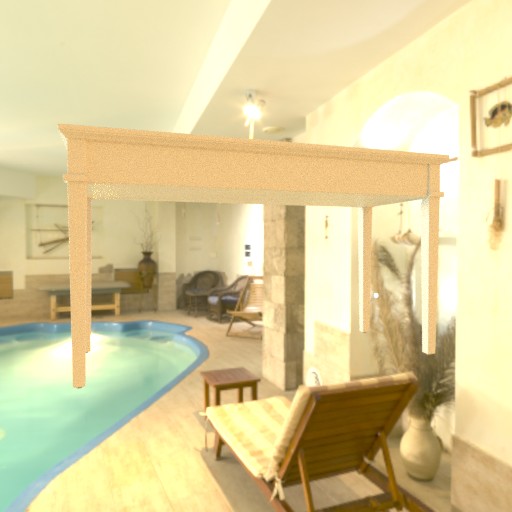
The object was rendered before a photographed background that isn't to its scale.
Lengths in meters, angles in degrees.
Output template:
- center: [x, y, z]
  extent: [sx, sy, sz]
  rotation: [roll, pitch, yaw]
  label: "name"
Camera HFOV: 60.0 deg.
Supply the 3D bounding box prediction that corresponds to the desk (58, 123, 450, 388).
- center: [0.000, 0.000, 1.747]
  extent: [1.372, 0.774, 0.559]
  rotation: [0, 1, -19]
  label: "desk"
